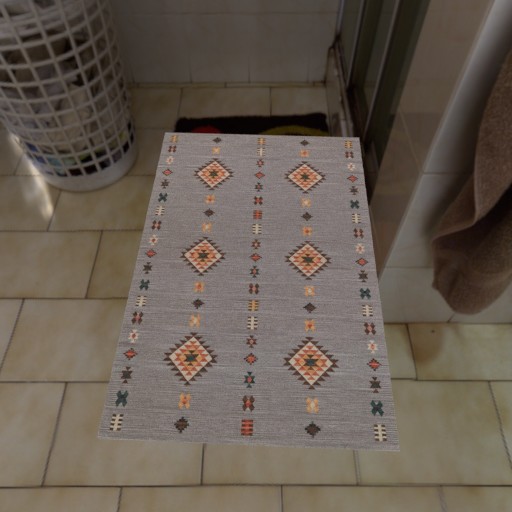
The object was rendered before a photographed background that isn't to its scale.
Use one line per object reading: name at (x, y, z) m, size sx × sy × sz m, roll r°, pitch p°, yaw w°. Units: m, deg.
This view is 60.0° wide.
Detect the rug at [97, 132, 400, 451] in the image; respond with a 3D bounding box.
rug at (0.000, 0.000, 2.278) m, size 1.217 × 0.005 × 1.818 m, roll 2°, pitch 56°, yaw 1°
